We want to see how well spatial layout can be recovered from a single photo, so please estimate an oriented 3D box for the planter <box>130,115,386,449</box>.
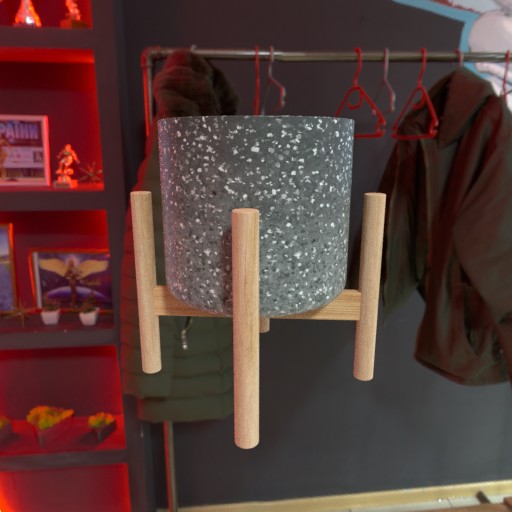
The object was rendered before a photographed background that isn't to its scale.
[{"bbox_3d":[0.000,0.000,0.551,0.284,0.320,0.284,7,16,26],"label":"planter"}]
